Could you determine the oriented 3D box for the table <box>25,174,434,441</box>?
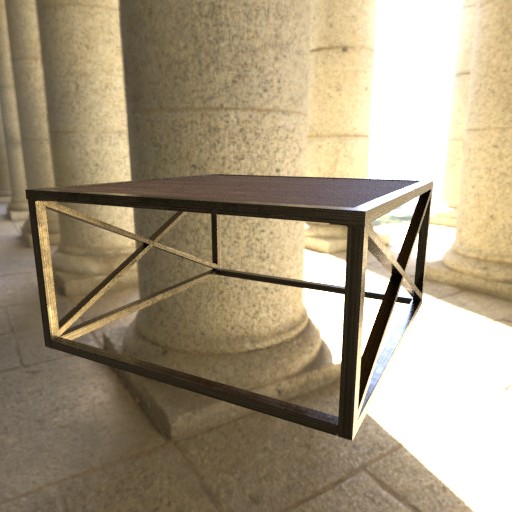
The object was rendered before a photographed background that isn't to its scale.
[{"bbox_3d":[0.000,0.000,1.405,0.909,0.451,0.899,7,15,27],"label":"table"}]
